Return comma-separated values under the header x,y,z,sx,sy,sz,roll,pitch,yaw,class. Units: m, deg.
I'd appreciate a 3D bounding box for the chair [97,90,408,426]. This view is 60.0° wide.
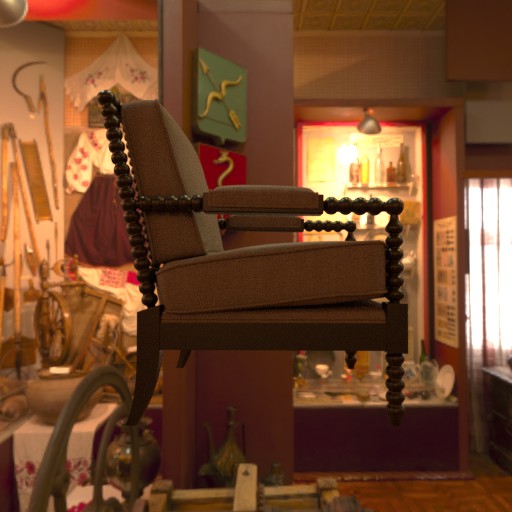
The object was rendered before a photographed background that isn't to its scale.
x,y,z,sx,sy,sz,roll,pitch,yaw,class
0.000,0.000,1.101,0.622,0.661,0.540,0,-1,2,chair
